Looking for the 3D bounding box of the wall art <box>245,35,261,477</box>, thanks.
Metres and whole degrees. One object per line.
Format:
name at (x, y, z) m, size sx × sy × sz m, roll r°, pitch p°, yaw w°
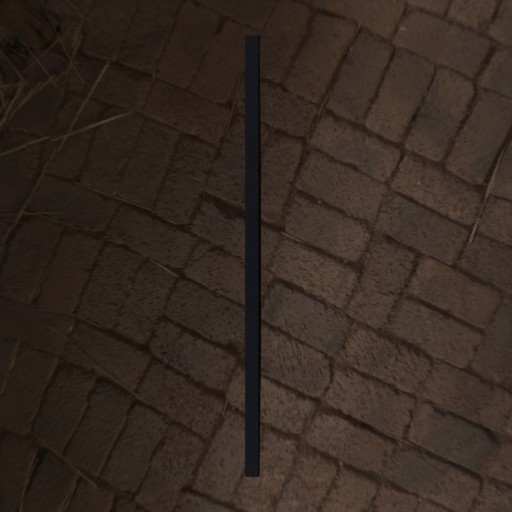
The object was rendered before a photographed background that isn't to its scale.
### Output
wall art at (0.000, 0.000, 0.493) m, size 0.010 × 0.361 × 0.311 m, roll 0°, pitch 90°, yaw 1°
